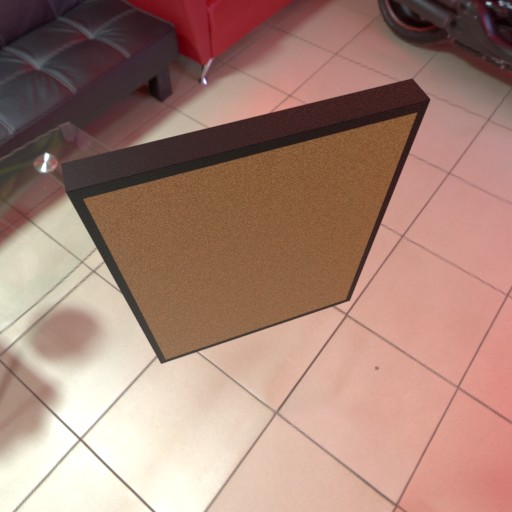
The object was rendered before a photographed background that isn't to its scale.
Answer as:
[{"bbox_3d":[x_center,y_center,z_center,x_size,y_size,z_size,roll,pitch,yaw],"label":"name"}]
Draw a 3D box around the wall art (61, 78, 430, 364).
[{"bbox_3d":[0.000,0.000,0.501,0.294,0.369,0.030,-17,59,-10],"label":"wall art"}]
